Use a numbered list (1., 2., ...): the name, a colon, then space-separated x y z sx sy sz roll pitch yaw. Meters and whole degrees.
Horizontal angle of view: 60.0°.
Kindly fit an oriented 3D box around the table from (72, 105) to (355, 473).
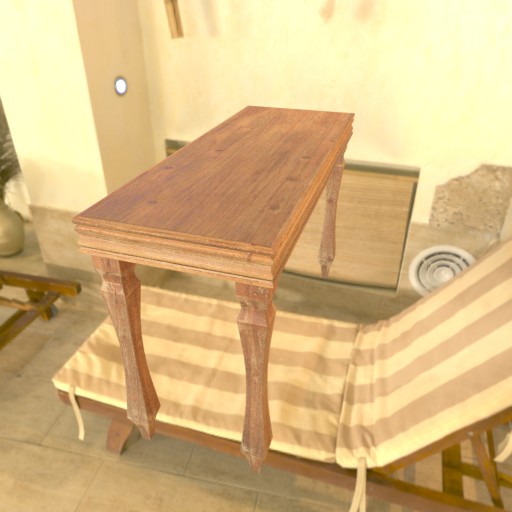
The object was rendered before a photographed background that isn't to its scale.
1. table: 0.000 0.000 1.786 0.522 0.873 1.330 10 32 16
